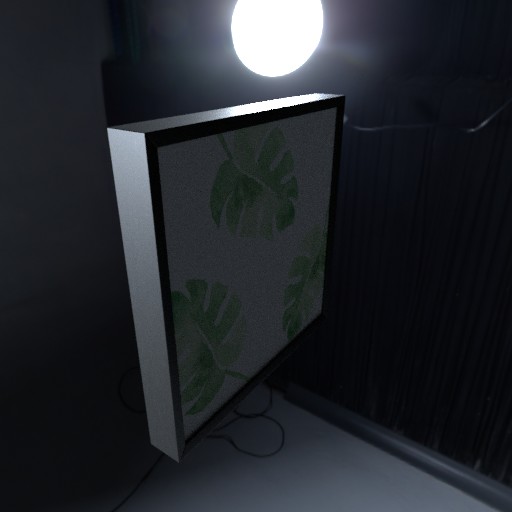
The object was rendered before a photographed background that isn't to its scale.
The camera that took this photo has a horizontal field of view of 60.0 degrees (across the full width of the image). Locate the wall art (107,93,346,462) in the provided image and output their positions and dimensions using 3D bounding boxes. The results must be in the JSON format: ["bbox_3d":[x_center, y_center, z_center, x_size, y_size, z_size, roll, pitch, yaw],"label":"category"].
[{"bbox_3d":[0.000,0.000,0.474,0.038,0.304,0.304,17,30,32],"label":"wall art"}]
